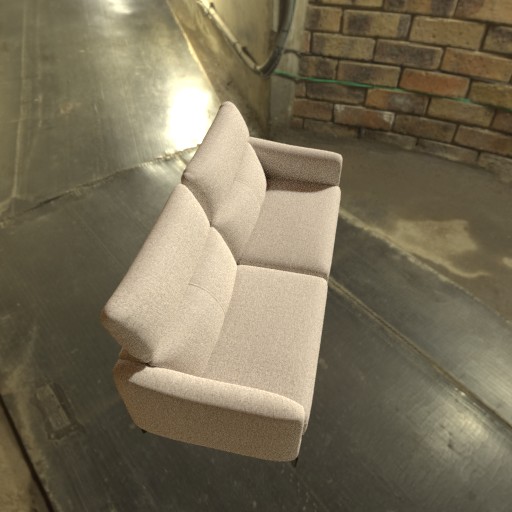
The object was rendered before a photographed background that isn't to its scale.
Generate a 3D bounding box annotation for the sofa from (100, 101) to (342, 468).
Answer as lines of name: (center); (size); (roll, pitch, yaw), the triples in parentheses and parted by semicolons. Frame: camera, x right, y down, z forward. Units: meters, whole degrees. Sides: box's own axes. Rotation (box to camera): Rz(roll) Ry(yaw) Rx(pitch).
sofa: (0.000, 0.000, 2.531); (0.856, 0.956, 2.015); (9, 46, 9)
